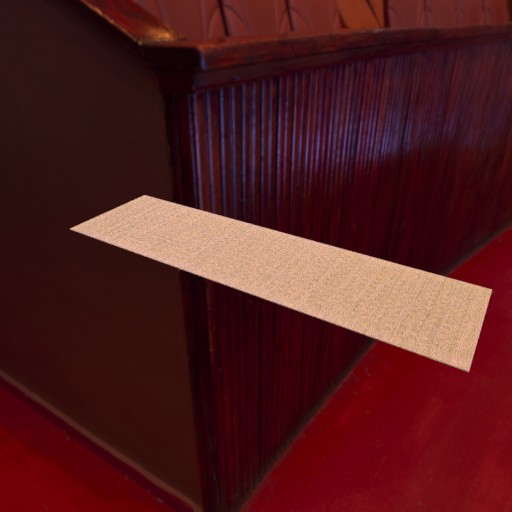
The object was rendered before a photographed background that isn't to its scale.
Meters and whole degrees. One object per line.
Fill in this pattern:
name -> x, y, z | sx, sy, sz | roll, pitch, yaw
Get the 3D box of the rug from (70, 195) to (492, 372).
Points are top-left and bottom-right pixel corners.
rug -> 0.000, 0.000, 2.590 | 2.437, 0.006, 0.686 | 17, 34, 27
